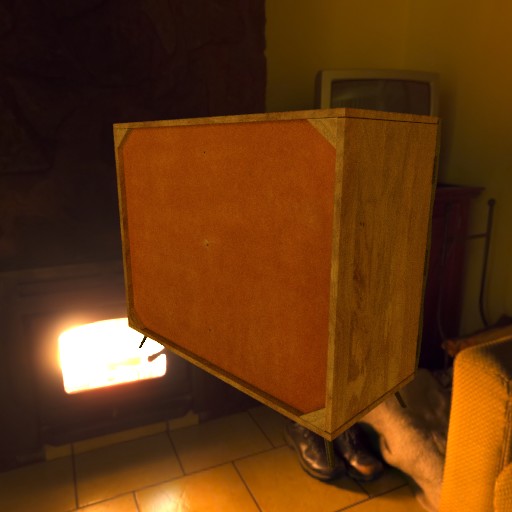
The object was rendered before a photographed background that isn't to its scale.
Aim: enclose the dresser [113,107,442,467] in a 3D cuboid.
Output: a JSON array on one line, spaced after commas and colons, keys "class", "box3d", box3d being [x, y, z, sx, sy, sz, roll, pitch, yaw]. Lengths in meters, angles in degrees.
[{"class": "dresser", "box3d": [0.000, 0.000, 1.453, 0.446, 0.847, 0.967, -13, 19, -43]}]
